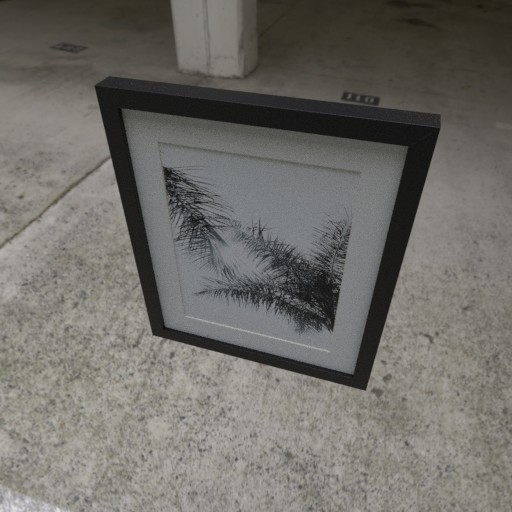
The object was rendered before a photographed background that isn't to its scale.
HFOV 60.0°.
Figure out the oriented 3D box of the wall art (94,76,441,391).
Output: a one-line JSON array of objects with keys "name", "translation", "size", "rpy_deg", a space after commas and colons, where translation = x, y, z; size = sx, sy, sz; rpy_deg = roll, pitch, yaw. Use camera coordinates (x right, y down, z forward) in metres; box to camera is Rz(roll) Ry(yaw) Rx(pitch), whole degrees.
[{"name": "wall art", "translation": [0.000, 0.000, 0.532], "size": [0.325, 0.380, 0.028], "rpy_deg": [12, 42, 13]}]
